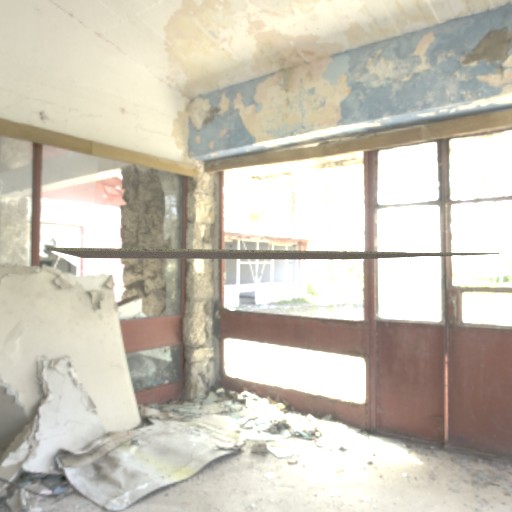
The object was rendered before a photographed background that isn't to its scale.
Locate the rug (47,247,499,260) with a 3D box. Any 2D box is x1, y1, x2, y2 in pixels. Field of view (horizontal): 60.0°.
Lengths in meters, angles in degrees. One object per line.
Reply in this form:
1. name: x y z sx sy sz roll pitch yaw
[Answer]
1. rug: 0.000 0.000 4.129 3.201 0.014 2.437 0 -2 -17
